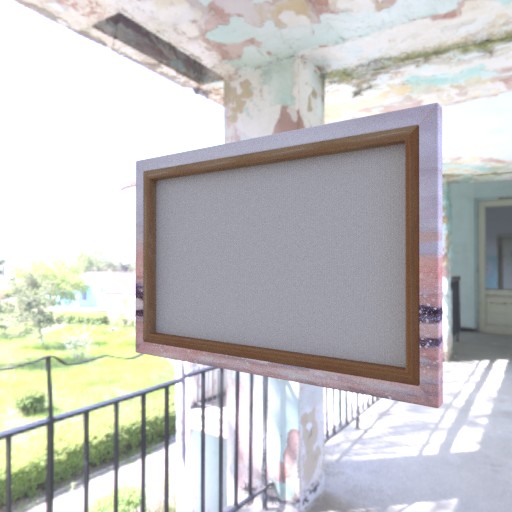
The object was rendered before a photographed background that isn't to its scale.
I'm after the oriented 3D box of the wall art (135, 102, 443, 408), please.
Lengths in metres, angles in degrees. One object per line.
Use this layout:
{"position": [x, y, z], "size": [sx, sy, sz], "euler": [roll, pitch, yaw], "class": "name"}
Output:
{"position": [0.000, 0.000, 1.158], "size": [0.913, 0.609, 0.038], "euler": [0, 0, 35], "class": "wall art"}
